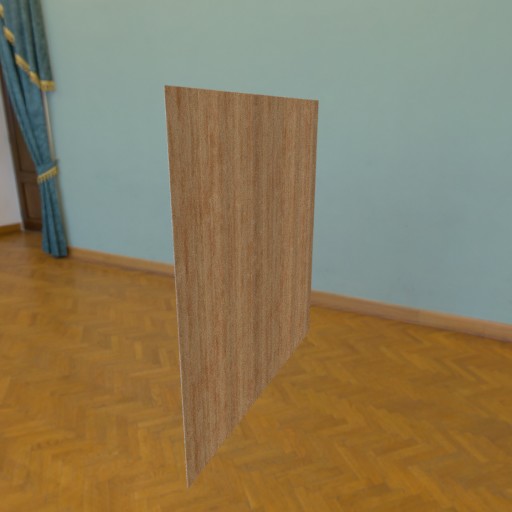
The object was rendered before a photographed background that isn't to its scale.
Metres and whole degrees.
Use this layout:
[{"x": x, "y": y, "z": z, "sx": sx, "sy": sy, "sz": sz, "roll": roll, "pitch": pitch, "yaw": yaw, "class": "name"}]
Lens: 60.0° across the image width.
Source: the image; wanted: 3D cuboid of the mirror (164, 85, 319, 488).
[{"x": 0.000, "y": 0.000, "z": 0.955, "sx": 0.047, "sy": 0.651, "sz": 0.651, "roll": 8, "pitch": 19, "yaw": 24, "class": "mirror"}]
